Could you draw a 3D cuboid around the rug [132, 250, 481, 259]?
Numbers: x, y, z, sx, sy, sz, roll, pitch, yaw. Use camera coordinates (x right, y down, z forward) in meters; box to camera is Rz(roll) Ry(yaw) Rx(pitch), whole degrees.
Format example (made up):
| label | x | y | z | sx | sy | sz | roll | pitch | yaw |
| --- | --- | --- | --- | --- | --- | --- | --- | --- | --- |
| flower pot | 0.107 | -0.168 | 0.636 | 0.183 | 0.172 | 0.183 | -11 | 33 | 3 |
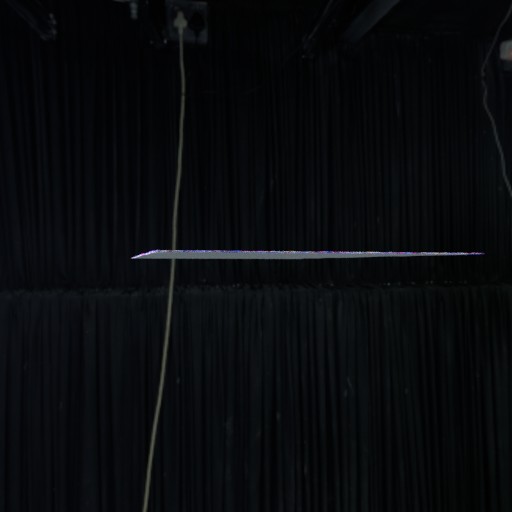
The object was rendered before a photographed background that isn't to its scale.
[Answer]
| label | x | y | z | sx | sy | sz | roll | pitch | yaw |
| --- | --- | --- | --- | --- | --- | --- | --- | --- | --- |
| rug | 0.000 | 0.000 | 2.979 | 1.539 | 0.013 | 2.350 | 0 | -1 | -18 |
